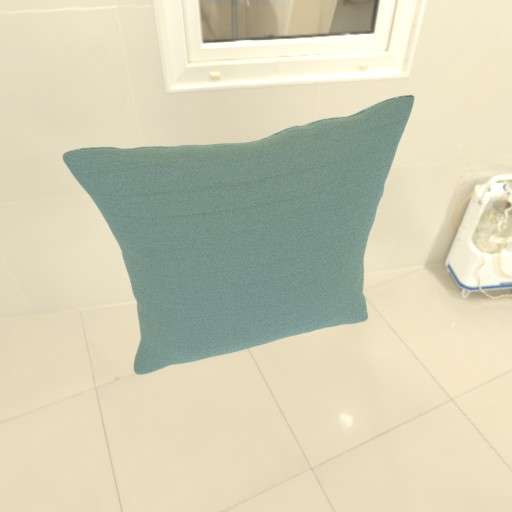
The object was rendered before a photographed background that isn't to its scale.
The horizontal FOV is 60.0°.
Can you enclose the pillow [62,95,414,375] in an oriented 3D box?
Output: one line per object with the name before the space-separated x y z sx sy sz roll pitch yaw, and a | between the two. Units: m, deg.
pillow | 0.000 0.000 0.714 0.470 0.464 0.175 -12 44 -13
